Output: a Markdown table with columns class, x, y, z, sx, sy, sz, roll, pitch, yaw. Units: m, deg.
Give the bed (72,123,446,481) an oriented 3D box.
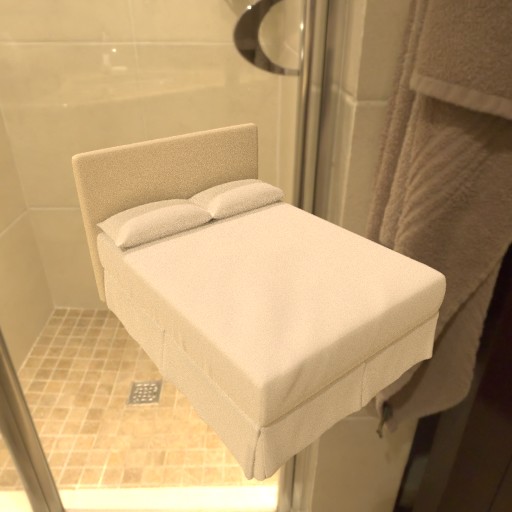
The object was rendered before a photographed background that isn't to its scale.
| class | x | y | z | sx | sy | sz | roll | pitch | yaw |
| --- | --- | --- | --- | --- | --- | --- | --- | --- | --- |
| bed | 0.000 | 0.000 | 3.196 | 1.714 | 1.330 | 2.147 | -21 | 36 | -33 |
